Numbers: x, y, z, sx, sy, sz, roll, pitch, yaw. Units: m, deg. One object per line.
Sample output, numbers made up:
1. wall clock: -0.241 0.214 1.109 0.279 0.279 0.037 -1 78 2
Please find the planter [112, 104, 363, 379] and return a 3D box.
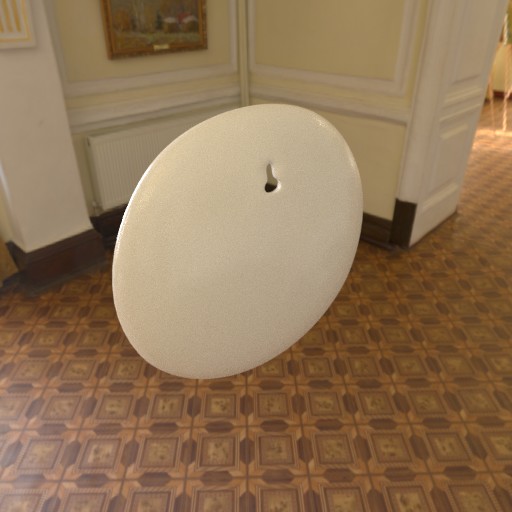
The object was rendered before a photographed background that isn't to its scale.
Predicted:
1. planter: 0.000 0.000 0.286 0.185 0.188 0.043 -19 35 -28
